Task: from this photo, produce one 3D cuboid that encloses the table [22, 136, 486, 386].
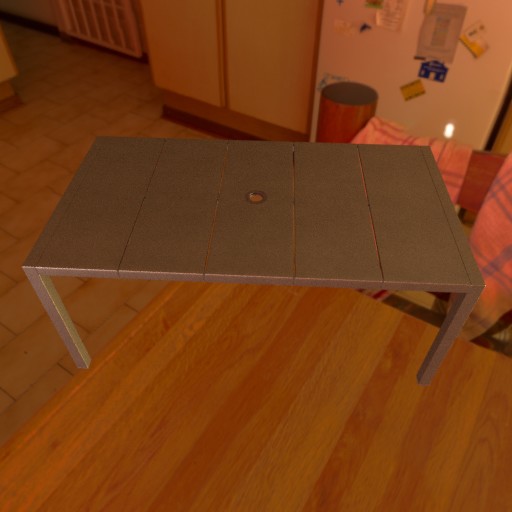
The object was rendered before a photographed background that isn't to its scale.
[{"bbox_3d":[0.000,0.000,2.177,1.680,0.735,0.914,2,46,2],"label":"table"}]
